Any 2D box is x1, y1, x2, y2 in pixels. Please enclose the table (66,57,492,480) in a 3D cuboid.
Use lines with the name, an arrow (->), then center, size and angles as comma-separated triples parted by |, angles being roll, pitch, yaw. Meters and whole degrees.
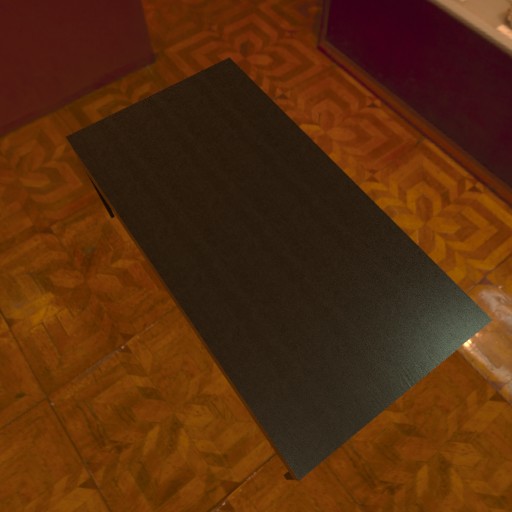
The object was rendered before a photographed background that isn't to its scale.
table -> 0.000, 0.000, 1.353 | 0.574, 0.435, 1.095 | -33, 68, -15
